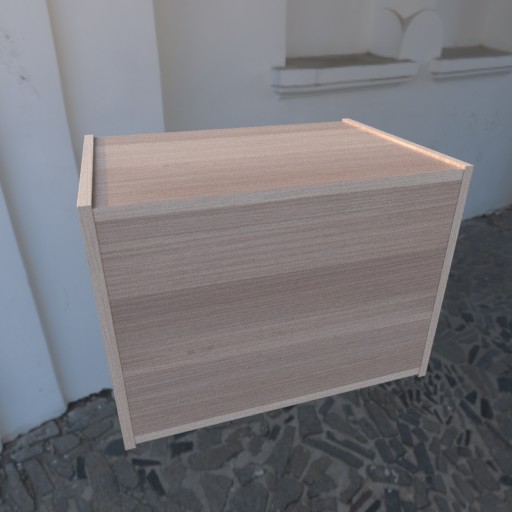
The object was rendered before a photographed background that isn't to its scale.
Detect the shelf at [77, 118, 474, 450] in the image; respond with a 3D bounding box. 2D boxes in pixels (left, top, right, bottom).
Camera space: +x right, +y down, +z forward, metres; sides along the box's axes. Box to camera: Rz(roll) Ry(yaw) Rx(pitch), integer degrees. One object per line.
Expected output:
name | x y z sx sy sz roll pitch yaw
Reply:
shelf | 0.000 0.000 0.628 0.415 0.305 0.290 -8 29 -16
